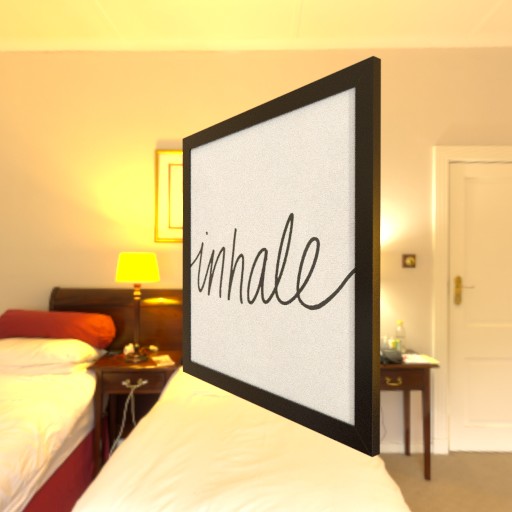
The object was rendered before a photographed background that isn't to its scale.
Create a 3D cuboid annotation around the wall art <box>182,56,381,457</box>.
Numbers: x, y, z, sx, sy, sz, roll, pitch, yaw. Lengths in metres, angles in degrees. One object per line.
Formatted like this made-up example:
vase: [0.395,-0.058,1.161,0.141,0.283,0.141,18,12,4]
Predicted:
wall art: [0.000,0.000,0.672,0.014,0.445,0.446,0,0,-37]
